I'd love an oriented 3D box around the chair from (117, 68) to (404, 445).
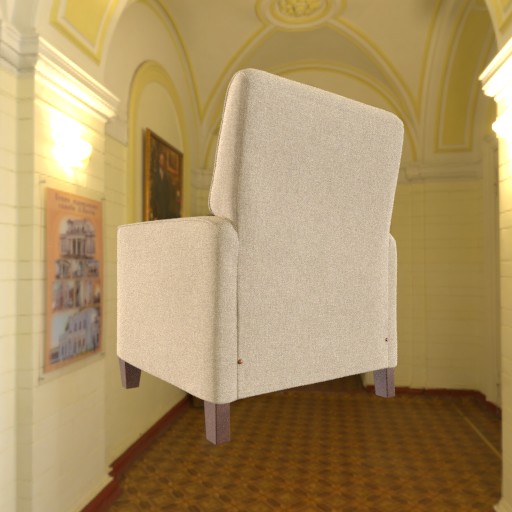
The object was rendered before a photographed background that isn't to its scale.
[{"bbox_3d":[0.000,0.000,1.673,0.845,1.023,0.859,1,-2,-36],"label":"chair"}]
